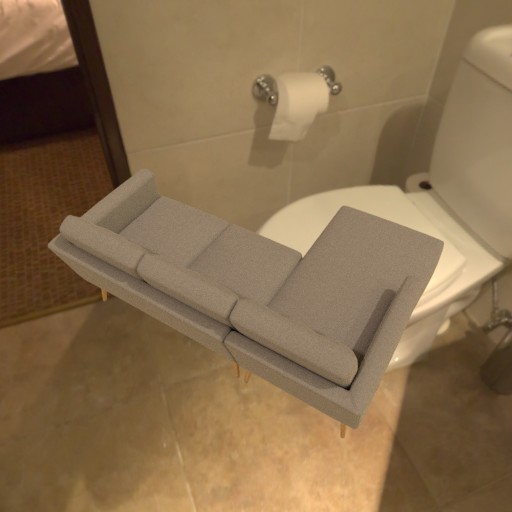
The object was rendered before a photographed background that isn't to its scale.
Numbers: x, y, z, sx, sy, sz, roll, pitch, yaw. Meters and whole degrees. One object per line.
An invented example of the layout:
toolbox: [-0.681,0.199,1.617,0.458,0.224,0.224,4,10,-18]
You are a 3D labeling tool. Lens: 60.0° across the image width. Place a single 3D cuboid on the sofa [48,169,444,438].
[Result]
sofa: [0.000,0.000,2.868,2.040,0.860,1.530,24,51,21]
